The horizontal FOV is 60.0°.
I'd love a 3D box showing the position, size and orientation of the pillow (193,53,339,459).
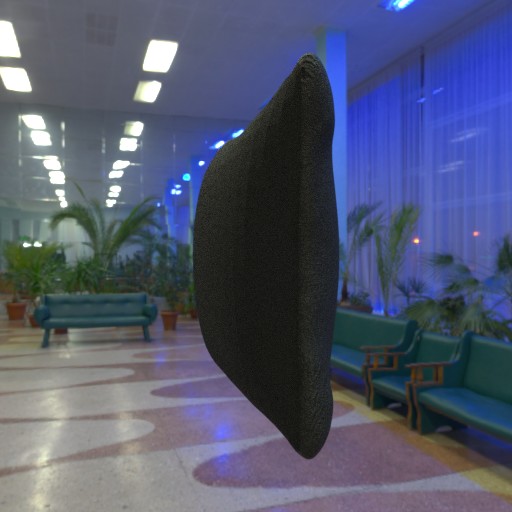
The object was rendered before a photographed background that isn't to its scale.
[{"bbox_3d":[0.000,0.000,0.804,0.210,0.523,0.533,0,0,-18],"label":"pillow"}]
